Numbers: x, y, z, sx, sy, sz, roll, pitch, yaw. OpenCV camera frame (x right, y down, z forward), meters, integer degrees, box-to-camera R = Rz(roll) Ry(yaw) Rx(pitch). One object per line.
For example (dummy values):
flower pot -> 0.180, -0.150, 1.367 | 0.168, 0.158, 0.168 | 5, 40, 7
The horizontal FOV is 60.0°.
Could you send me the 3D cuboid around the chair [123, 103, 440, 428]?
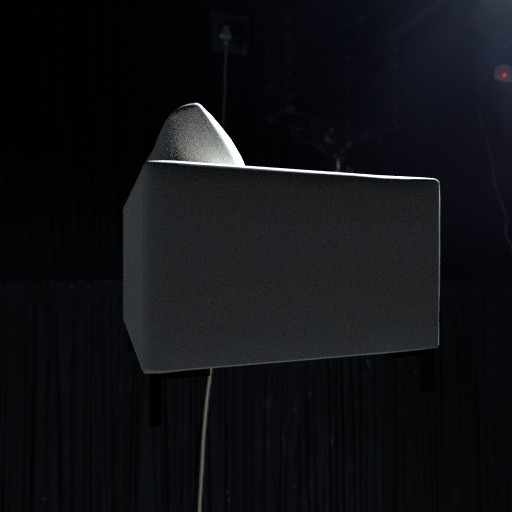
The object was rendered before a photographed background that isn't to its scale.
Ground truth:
chair -> 0.000, 0.000, 1.594 | 0.875, 0.806, 0.964 | 0, 0, -19
